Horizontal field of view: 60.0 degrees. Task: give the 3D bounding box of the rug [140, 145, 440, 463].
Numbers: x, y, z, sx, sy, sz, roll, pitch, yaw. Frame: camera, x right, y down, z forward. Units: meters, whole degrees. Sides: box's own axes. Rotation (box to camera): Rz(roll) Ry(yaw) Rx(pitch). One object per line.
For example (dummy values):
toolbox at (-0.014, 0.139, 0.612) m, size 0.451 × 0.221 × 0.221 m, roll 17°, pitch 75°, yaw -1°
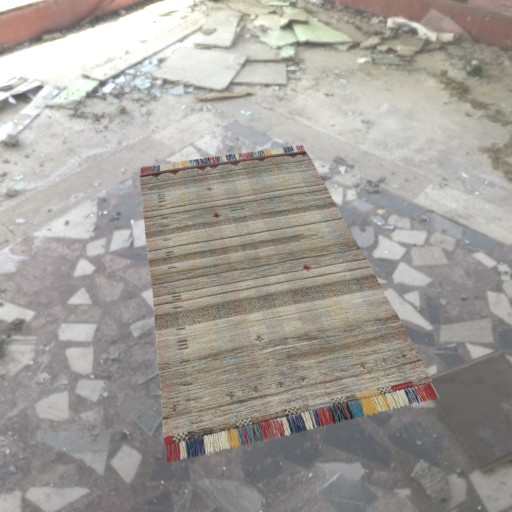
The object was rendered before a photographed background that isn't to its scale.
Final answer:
rug at (0.000, 0.000, 3.044) m, size 1.465 × 0.012 × 2.465 m, roll -10°, pitch 48°, yaw -9°
